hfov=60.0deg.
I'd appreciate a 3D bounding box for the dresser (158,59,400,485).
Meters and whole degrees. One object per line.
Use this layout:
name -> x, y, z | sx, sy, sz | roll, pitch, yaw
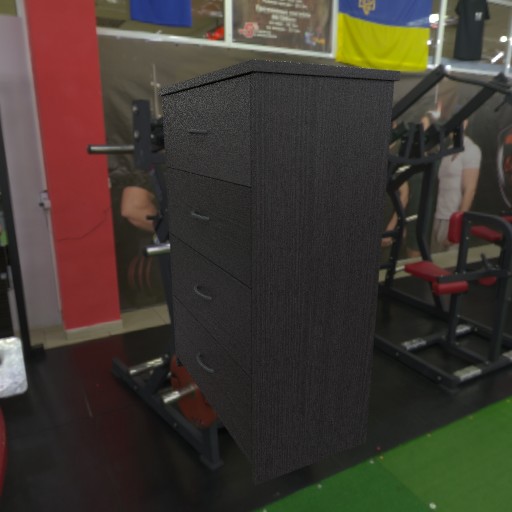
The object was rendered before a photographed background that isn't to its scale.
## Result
dresser -> 0.000, 0.000, 1.385 | 0.399, 1.020, 0.704 | -8, 17, -26
